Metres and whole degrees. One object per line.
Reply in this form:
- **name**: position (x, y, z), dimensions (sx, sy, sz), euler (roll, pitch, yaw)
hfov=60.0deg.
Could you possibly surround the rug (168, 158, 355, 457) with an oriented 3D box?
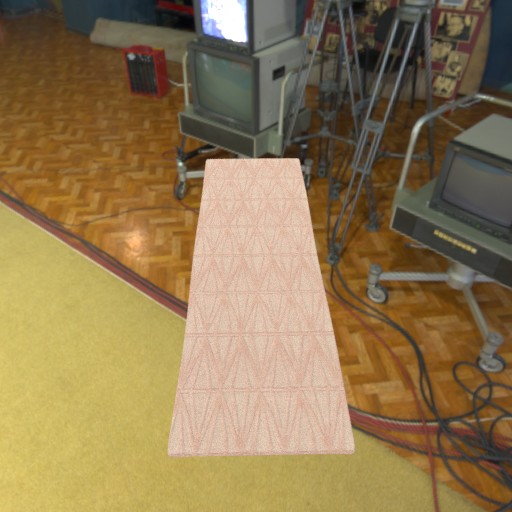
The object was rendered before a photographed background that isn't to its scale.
- **rug**: position (0.000, 0.000, 2.682), dimensions (0.760, 0.015, 2.435), euler (-1, 40, -1)
